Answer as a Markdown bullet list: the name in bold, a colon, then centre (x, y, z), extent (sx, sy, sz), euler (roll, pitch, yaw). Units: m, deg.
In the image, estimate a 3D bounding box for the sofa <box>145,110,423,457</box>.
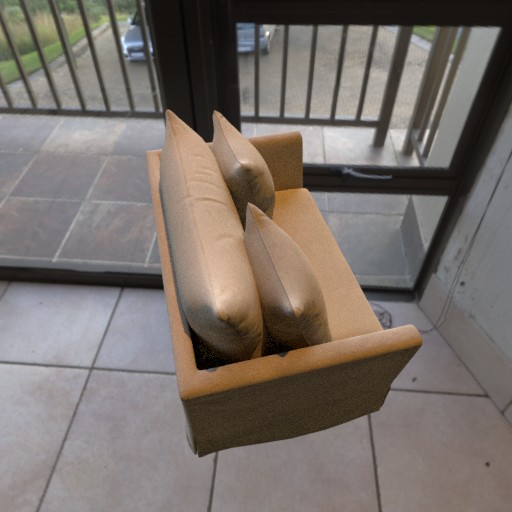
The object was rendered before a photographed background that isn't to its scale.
- **sofa**: centre (0.000, 0.000, 2.342), extent (1.035, 1.040, 1.608), euler (-10, 48, -10)
